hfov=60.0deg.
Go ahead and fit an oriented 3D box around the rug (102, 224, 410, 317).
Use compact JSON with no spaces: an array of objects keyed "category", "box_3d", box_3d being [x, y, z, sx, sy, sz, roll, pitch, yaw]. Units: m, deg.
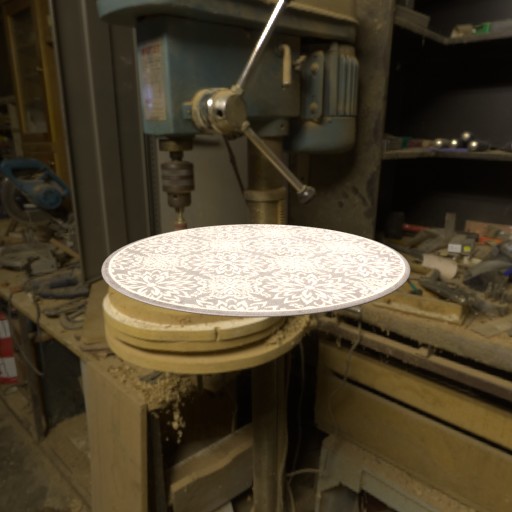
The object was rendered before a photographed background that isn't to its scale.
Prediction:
[{"category":"rug","box_3d":[0.000,0.000,2.409,1.593,0.012,1.593,0,16,0]}]
